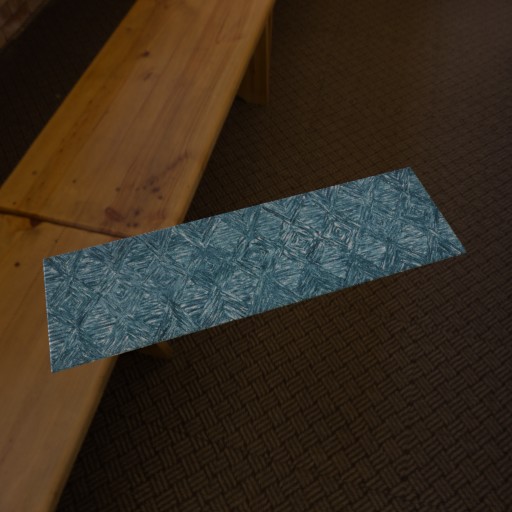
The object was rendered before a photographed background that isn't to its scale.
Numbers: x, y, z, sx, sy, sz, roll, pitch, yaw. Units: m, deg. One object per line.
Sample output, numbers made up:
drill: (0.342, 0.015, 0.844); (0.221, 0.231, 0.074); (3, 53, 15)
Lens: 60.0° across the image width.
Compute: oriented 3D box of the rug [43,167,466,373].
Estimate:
rug: (0.000, 0.000, 2.493); (2.286, 0.016, 0.676); (-15, 60, -9)
